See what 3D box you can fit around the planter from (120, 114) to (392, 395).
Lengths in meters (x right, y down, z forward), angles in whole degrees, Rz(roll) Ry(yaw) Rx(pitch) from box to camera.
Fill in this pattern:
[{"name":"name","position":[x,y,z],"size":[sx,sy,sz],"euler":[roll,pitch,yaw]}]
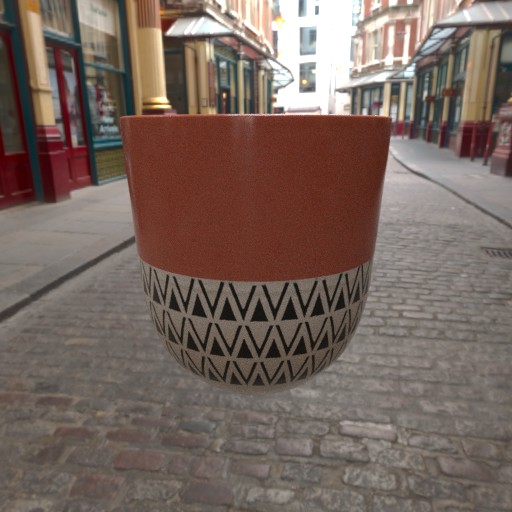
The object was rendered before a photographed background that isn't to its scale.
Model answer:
[{"name":"planter","position":[0.000,0.000,0.359],"size":[0.195,0.214,0.195],"euler":[0,16,0]}]
